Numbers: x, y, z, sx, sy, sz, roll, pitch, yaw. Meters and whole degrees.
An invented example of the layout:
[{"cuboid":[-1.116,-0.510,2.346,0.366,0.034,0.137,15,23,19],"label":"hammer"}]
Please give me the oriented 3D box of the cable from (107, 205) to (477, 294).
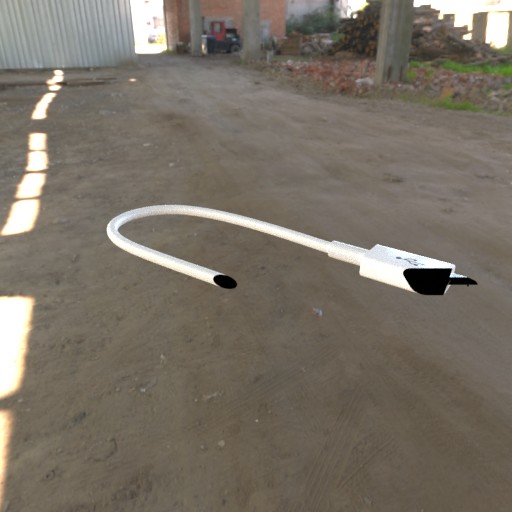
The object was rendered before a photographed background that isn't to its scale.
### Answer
[{"cuboid":[0.000,0.000,0.112,0.098,0.006,0.040,18,32,32],"label":"cable"}]
